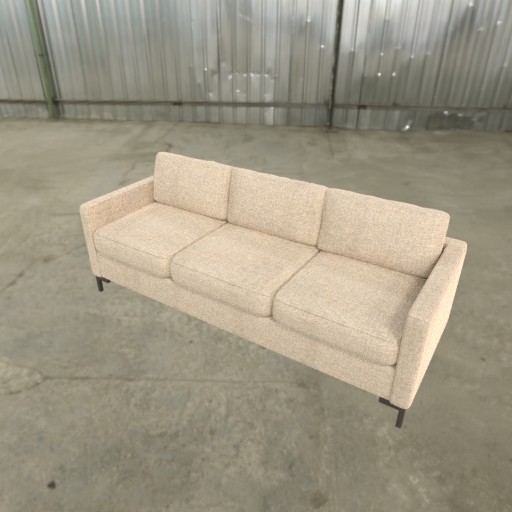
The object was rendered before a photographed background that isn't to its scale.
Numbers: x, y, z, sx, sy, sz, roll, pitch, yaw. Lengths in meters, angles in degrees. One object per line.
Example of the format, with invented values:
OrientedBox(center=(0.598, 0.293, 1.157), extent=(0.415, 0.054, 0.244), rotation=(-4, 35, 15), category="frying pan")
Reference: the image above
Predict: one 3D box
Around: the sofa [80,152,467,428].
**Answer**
OrientedBox(center=(0.000, 0.000, 2.737), extent=(2.218, 0.874, 0.859), rotation=(18, 34, 28), category="sofa")
